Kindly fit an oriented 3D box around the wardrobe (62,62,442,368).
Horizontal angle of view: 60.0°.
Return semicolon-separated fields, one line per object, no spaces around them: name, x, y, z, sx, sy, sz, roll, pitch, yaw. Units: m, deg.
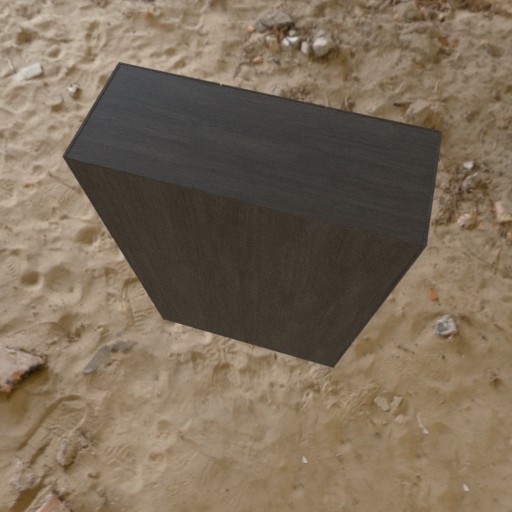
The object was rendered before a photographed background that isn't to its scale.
wardrobe;0.000;0.000;2.469;1.290;1.910;0.510;15;65;7
